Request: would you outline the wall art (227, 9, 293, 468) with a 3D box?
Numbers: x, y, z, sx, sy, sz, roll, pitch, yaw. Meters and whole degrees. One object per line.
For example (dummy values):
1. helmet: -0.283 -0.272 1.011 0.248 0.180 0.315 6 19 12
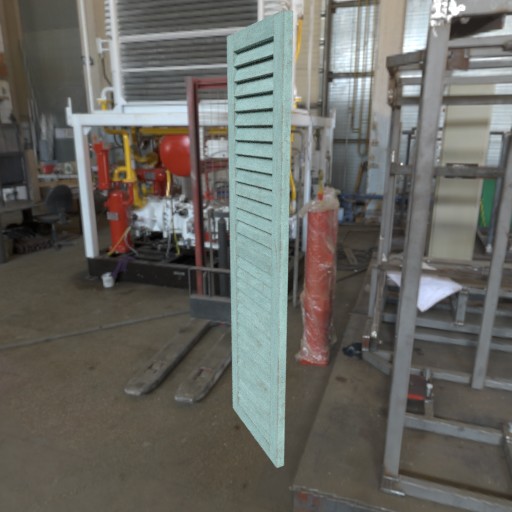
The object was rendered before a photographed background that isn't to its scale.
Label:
1. wall art: 0.000 0.000 1.292 0.025 1.219 0.329 -8 18 -25
